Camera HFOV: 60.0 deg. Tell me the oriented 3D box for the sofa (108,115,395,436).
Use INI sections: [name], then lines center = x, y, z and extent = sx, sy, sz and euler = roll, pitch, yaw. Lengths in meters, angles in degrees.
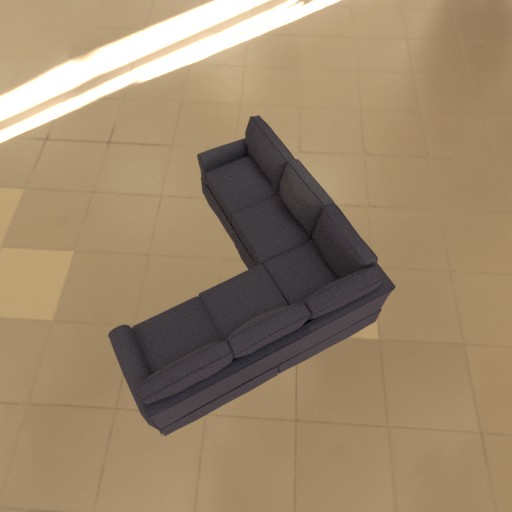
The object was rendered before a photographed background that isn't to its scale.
[sofa]
center = 0.000, 0.000, 5.034
extent = 2.874, 1.169, 3.773
euler = 3, 59, 2
